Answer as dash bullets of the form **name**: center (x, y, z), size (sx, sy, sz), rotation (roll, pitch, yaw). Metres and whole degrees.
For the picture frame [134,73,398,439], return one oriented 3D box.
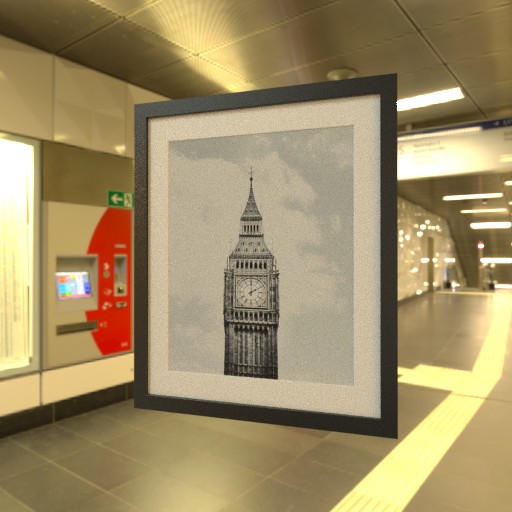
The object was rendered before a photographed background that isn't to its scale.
- **picture frame**: center (0.000, 0.000, 0.756), size (0.460, 0.556, 0.028), rotation (0, 0, 18)
